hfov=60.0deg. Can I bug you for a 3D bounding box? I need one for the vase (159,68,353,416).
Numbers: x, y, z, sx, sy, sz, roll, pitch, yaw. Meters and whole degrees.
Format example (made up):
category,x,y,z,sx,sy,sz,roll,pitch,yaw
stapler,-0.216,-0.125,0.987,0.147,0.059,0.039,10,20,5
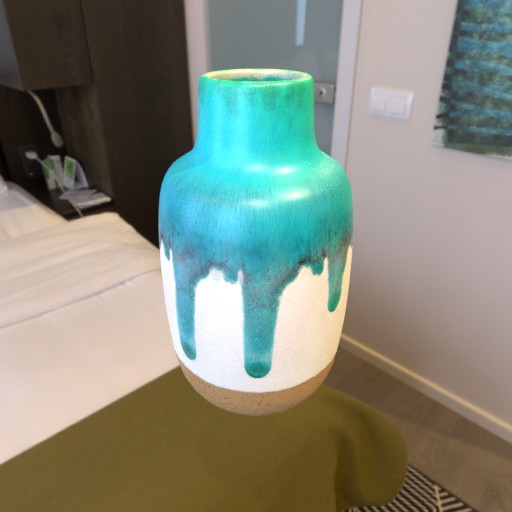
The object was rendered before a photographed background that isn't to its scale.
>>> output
category,x,y,z,sx,sy,sz,roll,pitch,yaw
vase,0.000,0.000,0.251,0.106,0.192,0.106,0,29,0
